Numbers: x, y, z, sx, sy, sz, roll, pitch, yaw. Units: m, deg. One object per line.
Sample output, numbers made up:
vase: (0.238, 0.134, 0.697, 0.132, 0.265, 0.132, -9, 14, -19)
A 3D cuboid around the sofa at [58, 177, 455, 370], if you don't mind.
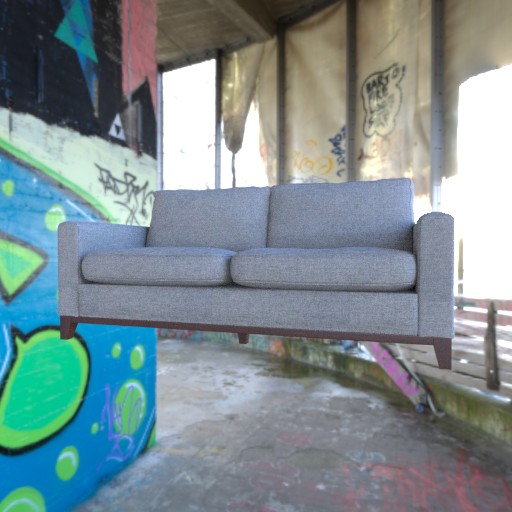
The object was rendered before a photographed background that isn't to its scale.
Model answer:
sofa: (0.000, 0.000, 2.489, 1.978, 0.892, 0.969, 0, 1, 18)
